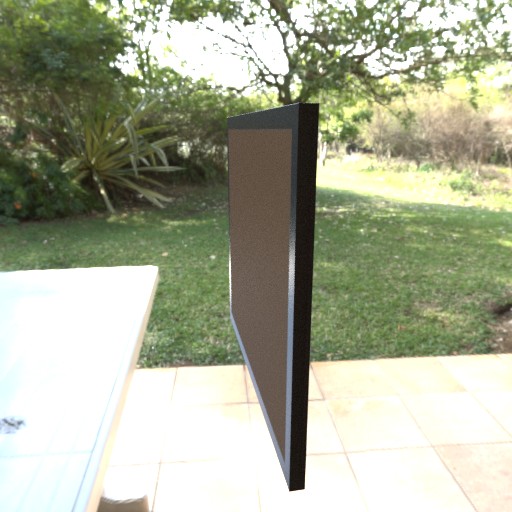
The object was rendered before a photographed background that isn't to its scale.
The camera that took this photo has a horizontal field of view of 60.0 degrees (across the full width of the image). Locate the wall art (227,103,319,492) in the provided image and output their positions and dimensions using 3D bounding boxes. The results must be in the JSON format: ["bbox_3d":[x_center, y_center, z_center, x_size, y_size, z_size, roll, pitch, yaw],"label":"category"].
[{"bbox_3d":[0.000,0.000,0.908,0.026,0.558,0.660,-3,16,-11],"label":"wall art"}]
